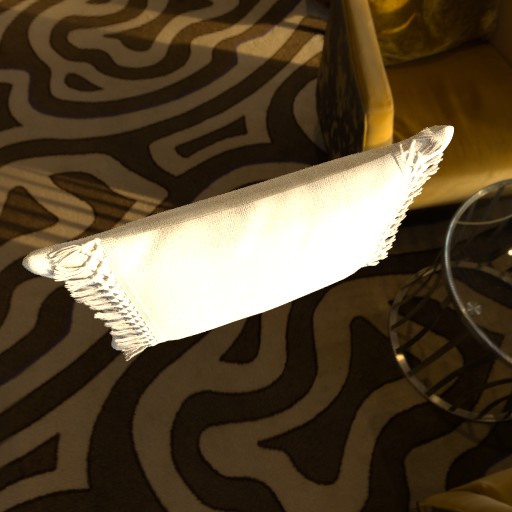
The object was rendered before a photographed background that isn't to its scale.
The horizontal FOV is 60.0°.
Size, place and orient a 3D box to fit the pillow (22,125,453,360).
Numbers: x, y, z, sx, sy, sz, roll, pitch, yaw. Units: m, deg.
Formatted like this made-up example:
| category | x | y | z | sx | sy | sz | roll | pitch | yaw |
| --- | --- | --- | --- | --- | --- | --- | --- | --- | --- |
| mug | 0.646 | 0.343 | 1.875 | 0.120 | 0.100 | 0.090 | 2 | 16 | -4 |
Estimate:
| category | x | y | z | sx | sy | sz | roll | pitch | yaw |
| --- | --- | --- | --- | --- | --- | --- | --- | --- | --- |
| pillow | 0.000 | 0.000 | 0.577 | 0.466 | 0.305 | 0.084 | -19 | 64 | -9 |
